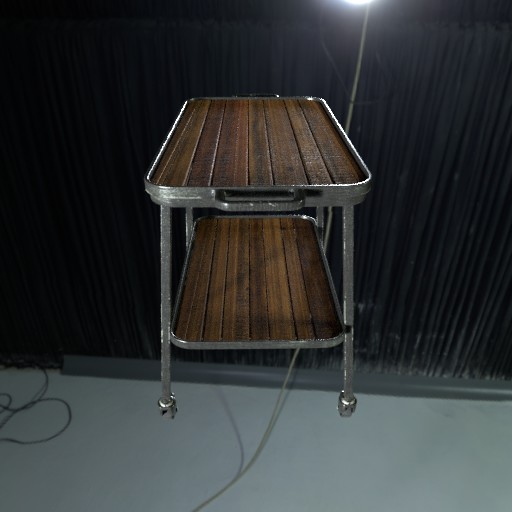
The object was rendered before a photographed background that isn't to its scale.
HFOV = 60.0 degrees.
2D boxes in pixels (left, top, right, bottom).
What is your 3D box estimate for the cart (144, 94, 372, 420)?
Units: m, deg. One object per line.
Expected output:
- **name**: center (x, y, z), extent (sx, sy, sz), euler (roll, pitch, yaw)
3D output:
- **cart**: center (0.000, 0.000, 1.224), extent (0.515, 0.700, 0.806), euler (0, 32, -1)
